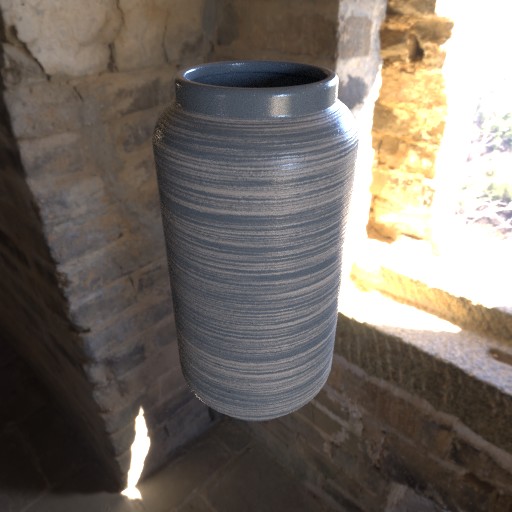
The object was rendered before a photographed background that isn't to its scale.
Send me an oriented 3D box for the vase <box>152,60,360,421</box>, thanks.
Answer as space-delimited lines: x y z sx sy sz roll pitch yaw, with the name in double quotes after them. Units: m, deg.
0.000 0.000 0.296 0.116 0.230 0.116 0 32 0 "vase"
